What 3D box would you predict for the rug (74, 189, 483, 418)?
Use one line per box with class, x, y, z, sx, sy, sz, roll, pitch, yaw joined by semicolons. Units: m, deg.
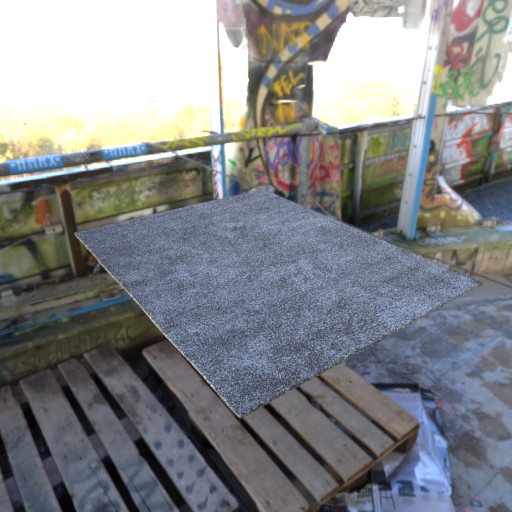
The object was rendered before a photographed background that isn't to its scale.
rug;0.000;0.000;4.063;2.401;0.025;3.000;-18;32;-32
